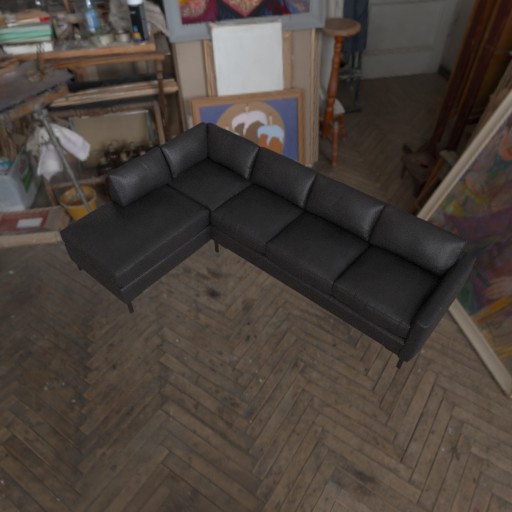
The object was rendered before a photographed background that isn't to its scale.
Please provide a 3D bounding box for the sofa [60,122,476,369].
[{"bbox_3d":[0.000,0.000,3.813,2.984,0.877,1.938,31,53,27],"label":"sofa"}]
